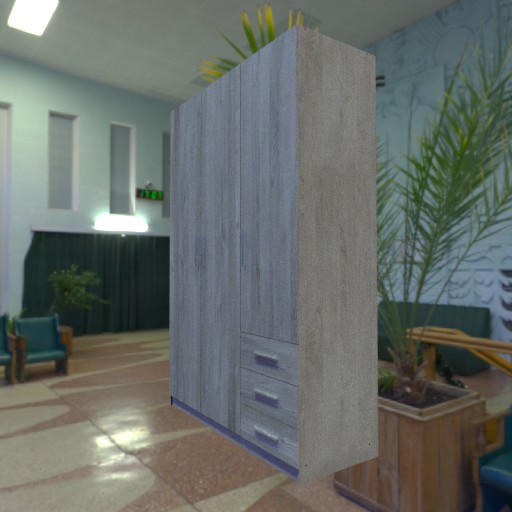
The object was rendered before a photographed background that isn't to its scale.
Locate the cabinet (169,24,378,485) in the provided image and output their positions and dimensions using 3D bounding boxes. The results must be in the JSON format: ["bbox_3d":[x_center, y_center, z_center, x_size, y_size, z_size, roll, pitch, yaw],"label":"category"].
[{"bbox_3d":[0.000,0.000,2.499,0.510,1.910,1.290,1,-2,-35],"label":"cabinet"}]
